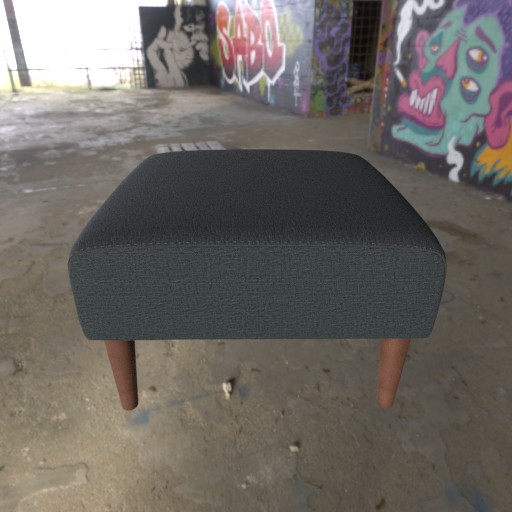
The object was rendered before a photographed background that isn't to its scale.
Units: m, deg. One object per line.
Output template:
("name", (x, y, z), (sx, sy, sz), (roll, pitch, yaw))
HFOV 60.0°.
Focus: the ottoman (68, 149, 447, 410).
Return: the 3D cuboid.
("ottoman", (0.000, 0.000, 1.060), (0.649, 0.398, 0.650), (0, 26, -1))
